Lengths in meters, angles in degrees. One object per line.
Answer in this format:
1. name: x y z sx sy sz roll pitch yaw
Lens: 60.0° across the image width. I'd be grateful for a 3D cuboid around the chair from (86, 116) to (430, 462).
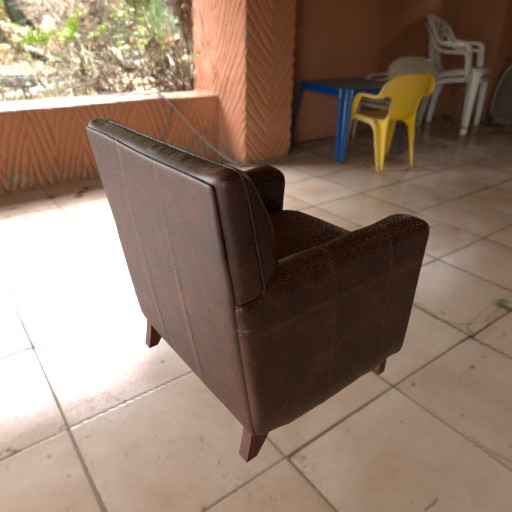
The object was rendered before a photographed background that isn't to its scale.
1. chair: 0.000 0.000 1.596 0.823 0.943 0.870 -19 33 -33
